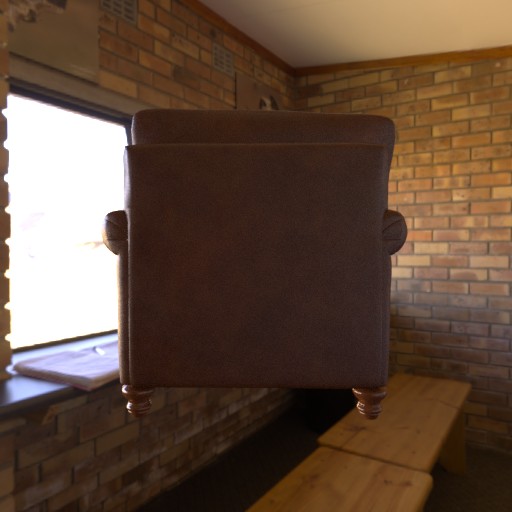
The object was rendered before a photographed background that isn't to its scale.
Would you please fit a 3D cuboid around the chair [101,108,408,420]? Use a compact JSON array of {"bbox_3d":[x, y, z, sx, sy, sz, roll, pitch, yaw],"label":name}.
[{"bbox_3d":[0.000,0.000,1.780,0.989,0.972,0.992,0,1,1],"label":"chair"}]
